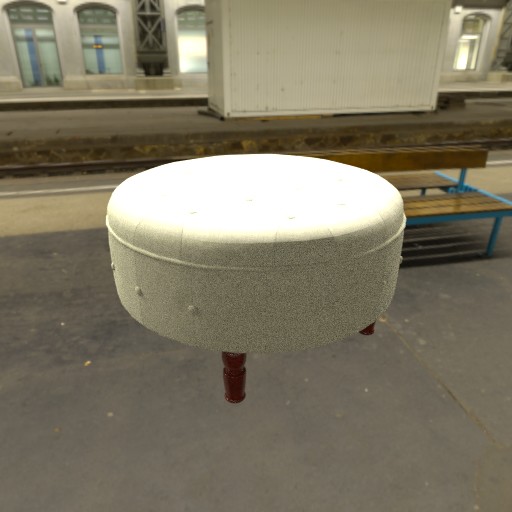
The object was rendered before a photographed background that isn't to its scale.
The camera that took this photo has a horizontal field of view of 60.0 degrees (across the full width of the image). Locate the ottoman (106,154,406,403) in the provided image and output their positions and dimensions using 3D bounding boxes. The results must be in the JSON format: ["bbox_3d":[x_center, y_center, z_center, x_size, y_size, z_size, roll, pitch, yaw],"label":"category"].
[{"bbox_3d":[0.000,0.000,1.379,0.850,0.483,0.850,0,25,0],"label":"ottoman"}]
